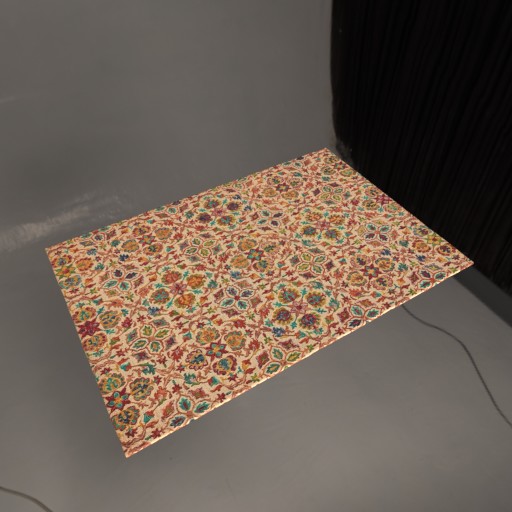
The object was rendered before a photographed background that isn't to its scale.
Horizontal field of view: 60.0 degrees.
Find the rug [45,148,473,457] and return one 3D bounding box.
[{"bbox_3d":[0.000,0.000,2.853,2.297,0.018,1.541,-24,51,-21],"label":"rug"}]
